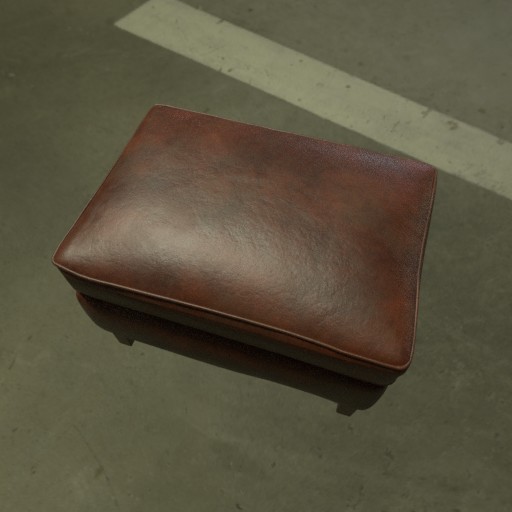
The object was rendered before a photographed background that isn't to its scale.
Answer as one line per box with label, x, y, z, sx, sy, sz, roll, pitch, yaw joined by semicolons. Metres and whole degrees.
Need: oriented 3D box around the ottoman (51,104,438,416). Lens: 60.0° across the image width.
ottoman;0.000;0.000;0.994;0.665;0.432;0.501;15;59;9
